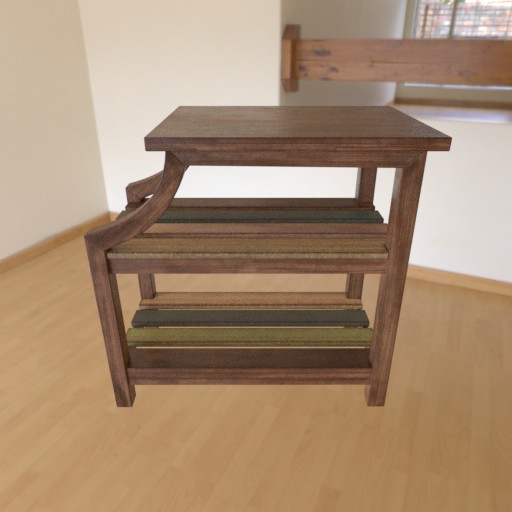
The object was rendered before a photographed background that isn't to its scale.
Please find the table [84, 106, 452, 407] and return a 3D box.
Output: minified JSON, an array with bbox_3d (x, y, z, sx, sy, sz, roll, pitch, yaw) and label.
[{"bbox_3d":[0.000,0.000,0.975,0.609,0.584,0.356,0,26,0],"label":"table"}]
